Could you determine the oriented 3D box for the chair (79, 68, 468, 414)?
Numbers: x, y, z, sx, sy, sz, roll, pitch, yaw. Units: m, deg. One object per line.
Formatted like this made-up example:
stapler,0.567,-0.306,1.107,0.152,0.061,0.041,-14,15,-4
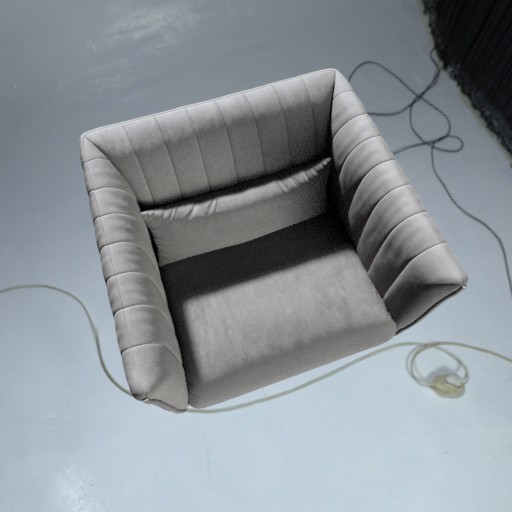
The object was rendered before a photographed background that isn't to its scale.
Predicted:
chair,0.000,0.000,1.616,0.981,0.779,0.873,-18,66,-8
